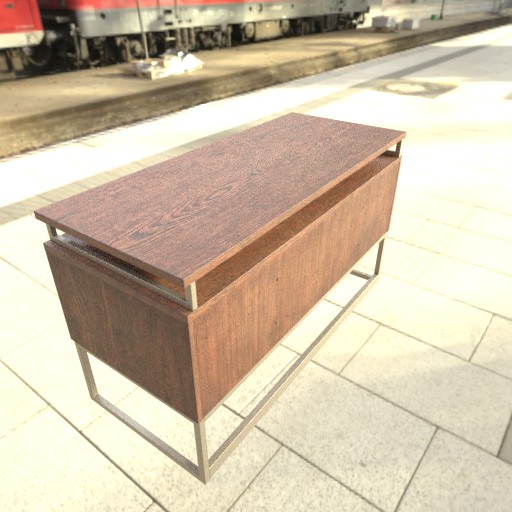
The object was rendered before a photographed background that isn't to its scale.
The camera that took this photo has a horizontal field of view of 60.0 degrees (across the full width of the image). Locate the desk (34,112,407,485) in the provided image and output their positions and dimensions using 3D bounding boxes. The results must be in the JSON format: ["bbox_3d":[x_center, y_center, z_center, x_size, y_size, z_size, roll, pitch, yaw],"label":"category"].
[{"bbox_3d":[0.000,0.000,1.802,0.610,0.792,1.384,21,37,30],"label":"desk"}]
